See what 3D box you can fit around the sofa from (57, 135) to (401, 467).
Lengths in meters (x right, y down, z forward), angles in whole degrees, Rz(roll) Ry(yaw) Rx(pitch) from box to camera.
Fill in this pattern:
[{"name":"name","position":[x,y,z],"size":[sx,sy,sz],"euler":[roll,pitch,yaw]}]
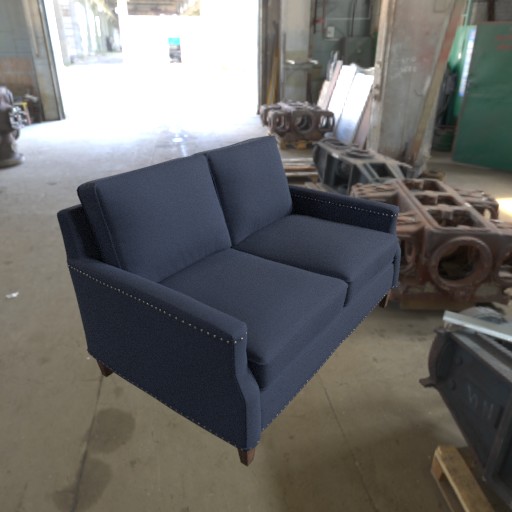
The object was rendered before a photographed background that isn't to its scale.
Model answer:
[{"name":"sofa","position":[0.000,0.000,2.335],"size":[1.084,1.003,1.597],"euler":[18,31,32]}]
